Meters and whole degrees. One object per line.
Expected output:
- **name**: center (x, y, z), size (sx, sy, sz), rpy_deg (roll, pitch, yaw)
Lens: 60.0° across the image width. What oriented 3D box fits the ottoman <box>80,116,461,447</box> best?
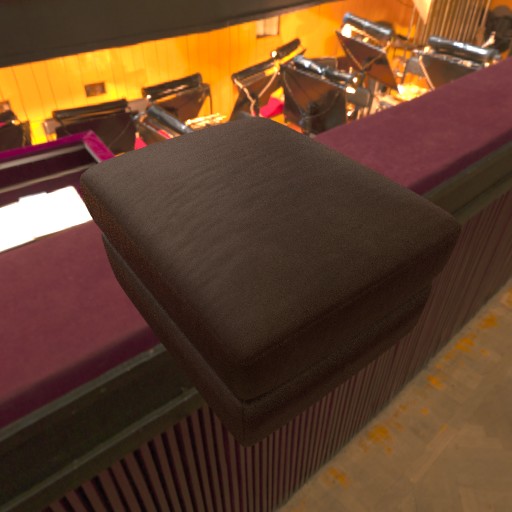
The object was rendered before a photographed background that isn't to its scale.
- **ottoman**: center (0.000, 0.000, 1.255), size (0.670, 0.569, 0.806), rpy_deg (-26, 46, -27)
